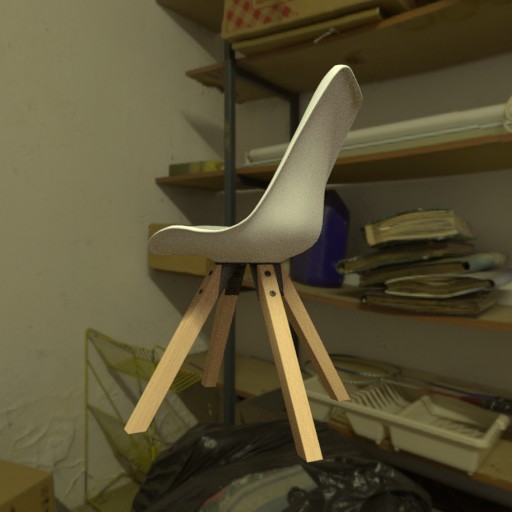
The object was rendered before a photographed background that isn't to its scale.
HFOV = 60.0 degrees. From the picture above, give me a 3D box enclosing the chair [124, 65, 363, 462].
[{"bbox_3d":[0.000,0.000,1.181,0.550,0.850,0.485,0,0,20],"label":"chair"}]
